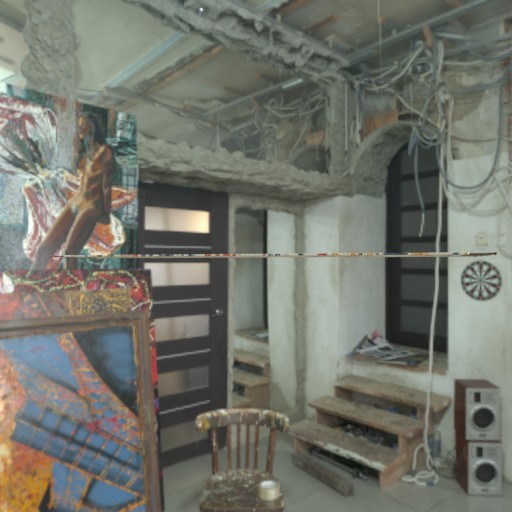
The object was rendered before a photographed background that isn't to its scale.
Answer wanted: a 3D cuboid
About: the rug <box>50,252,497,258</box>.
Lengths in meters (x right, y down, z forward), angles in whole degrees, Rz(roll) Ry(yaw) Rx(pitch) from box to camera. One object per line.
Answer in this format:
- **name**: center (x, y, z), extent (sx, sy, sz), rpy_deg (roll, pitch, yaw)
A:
- **rug**: center (0.000, 0.000, 2.890), extent (2.682, 0.015, 0.763), rpy_deg (0, -1, 19)
